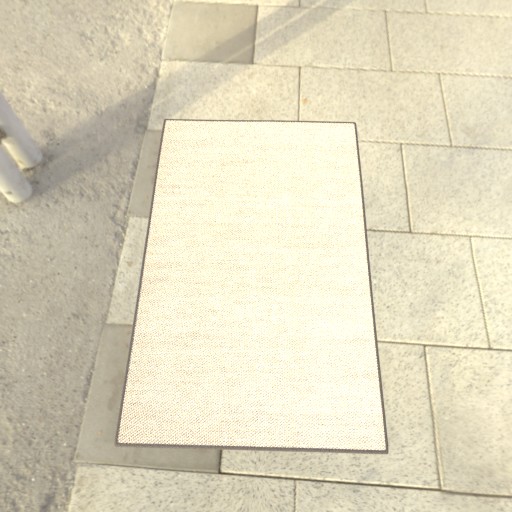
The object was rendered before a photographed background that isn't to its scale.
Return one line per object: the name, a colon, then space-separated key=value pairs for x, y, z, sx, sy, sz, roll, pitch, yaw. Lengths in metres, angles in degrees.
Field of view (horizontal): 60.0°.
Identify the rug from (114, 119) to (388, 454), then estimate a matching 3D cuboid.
rug: x=0.000 y=0.000 z=2.080 sx=1.067 sy=0.013 sz=1.676 roll=1 pitch=64 yaw=1
